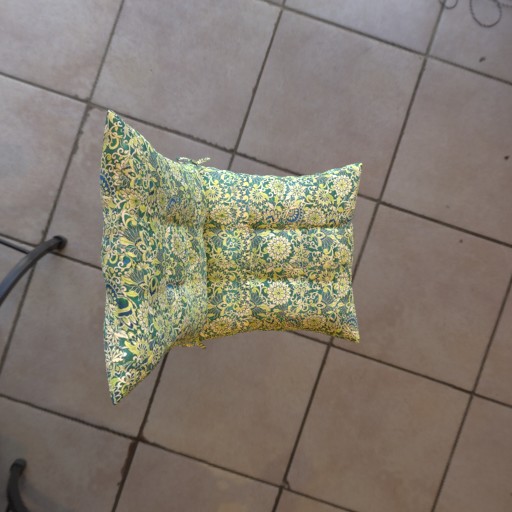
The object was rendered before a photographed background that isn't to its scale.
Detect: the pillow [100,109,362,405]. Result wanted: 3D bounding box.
[{"bbox_3d":[0.000,0.000,1.015,0.585,0.536,0.541,0,91,0],"label":"pillow"}]
